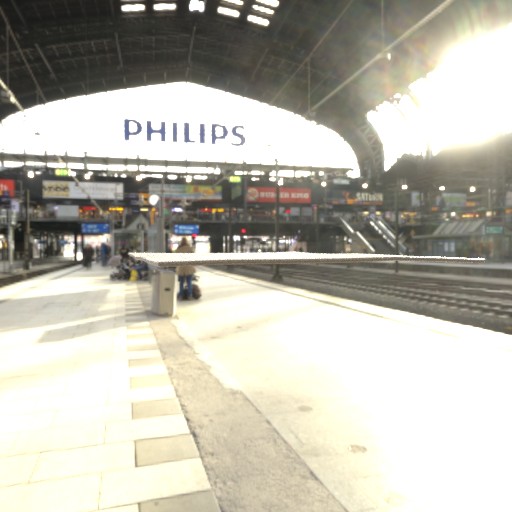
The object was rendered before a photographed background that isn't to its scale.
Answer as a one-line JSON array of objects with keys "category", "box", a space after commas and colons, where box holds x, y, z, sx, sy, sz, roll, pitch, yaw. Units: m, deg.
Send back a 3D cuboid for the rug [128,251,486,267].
[{"category": "rug", "box": [0.000, 0.000, 2.367, 1.252, 0.034, 1.829, 0, 1, -19]}]
